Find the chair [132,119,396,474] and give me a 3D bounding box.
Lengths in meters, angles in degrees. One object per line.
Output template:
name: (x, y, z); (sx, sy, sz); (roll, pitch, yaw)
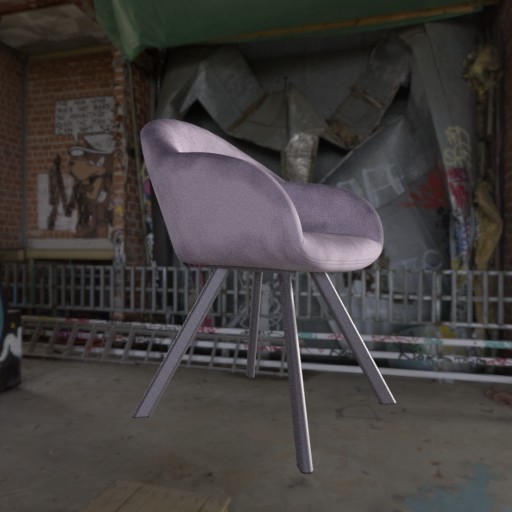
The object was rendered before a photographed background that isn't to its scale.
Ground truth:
chair: (0.000, 0.000, 1.174); (0.590, 0.795, 0.550); (0, 0, 36)
